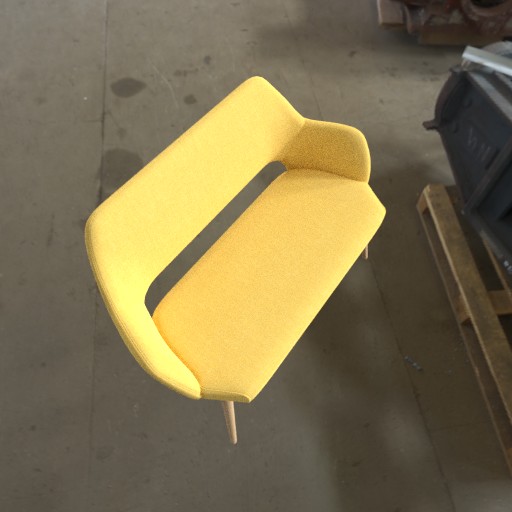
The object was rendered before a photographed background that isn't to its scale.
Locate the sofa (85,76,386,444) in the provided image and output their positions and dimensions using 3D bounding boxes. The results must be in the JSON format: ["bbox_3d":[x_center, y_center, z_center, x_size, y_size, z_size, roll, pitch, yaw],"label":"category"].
[{"bbox_3d":[0.000,0.000,1.634,0.610,0.840,1.150,32,63,18],"label":"sofa"}]
